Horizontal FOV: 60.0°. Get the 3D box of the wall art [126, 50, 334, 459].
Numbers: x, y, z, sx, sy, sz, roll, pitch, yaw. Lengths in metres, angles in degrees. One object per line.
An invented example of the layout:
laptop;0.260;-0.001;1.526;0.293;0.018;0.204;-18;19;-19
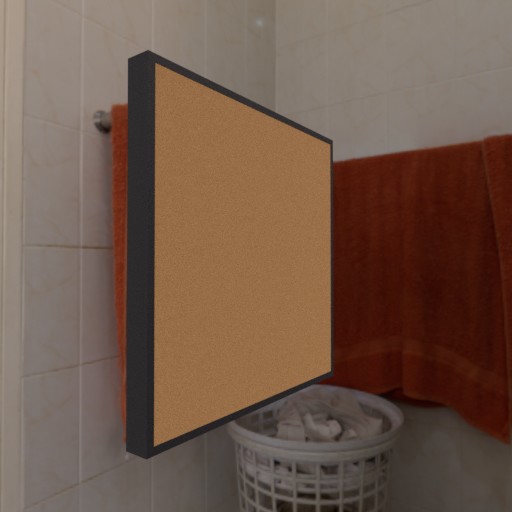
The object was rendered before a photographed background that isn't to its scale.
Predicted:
wall art;0.000;0.000;0.767;0.040;0.509;0.509;-1;-1;36
